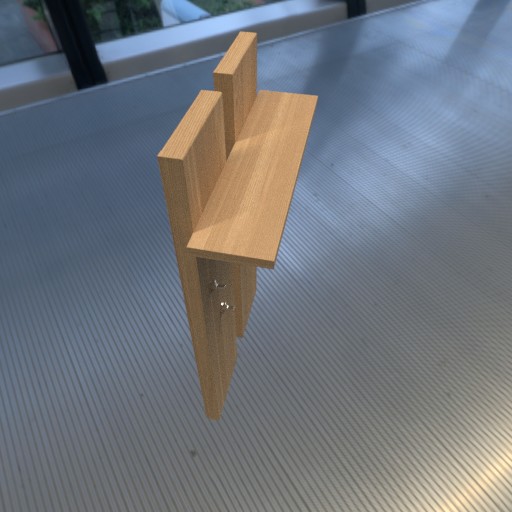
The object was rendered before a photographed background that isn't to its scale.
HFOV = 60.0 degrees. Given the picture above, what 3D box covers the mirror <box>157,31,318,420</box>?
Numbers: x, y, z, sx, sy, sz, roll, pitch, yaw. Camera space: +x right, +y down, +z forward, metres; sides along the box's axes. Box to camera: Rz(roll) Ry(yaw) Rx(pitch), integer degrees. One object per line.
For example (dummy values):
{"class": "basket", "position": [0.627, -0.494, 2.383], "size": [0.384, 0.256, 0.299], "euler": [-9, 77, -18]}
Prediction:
{"class": "mirror", "position": [0.000, 0.000, 1.578], "size": [0.260, 1.250, 0.800], "euler": [9, 47, 9]}
